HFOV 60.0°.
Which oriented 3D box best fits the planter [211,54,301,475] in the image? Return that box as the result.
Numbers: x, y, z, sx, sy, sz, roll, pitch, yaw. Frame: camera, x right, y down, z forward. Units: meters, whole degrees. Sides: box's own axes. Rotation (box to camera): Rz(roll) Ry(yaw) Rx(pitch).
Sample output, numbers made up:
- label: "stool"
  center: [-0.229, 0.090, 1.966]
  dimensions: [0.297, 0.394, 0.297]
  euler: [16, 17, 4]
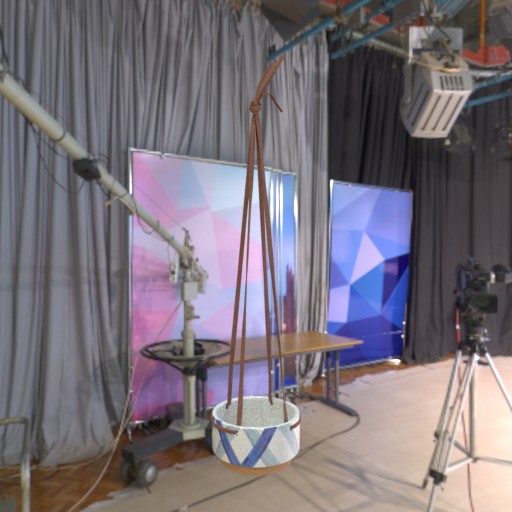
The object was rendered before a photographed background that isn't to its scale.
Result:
- label: "planter"
  center: [0.000, 0.000, 0.816]
  dimensions: [0.166, 0.751, 0.166]
  euler: [1, 2, 18]
